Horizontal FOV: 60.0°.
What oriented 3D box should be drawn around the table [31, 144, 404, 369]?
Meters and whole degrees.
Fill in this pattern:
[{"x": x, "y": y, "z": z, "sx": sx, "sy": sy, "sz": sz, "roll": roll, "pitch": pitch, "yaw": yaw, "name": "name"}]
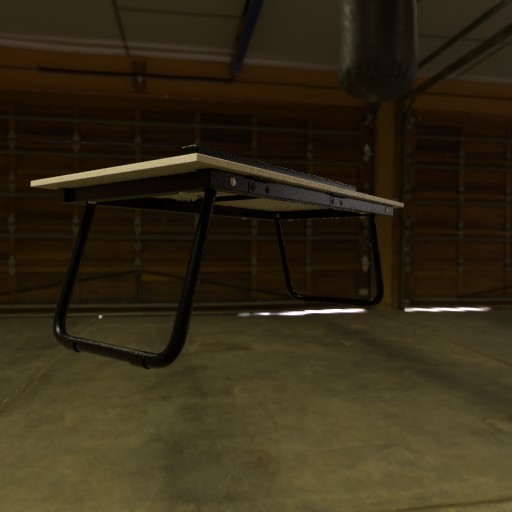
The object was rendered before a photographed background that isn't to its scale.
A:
[{"x": 0.000, "y": 0.000, "z": 0.794, "sx": 0.322, "sy": 0.242, "sz": 0.644, "roll": 1, "pitch": 2, "yaw": 36, "name": "table"}]
